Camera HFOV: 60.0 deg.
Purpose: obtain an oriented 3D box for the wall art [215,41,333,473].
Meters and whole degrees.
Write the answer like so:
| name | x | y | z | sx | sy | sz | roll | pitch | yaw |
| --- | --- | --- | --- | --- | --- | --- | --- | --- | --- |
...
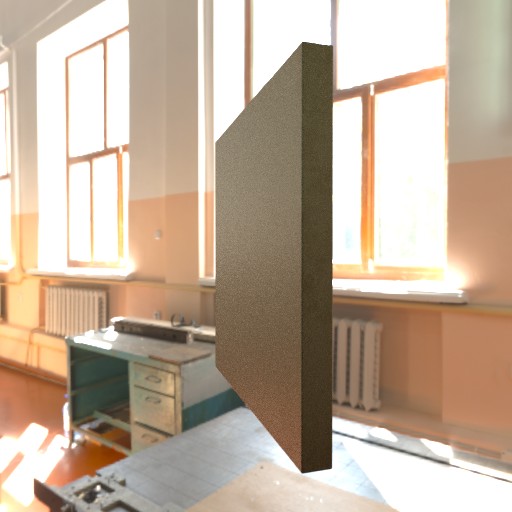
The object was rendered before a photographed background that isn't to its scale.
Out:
| name | x | y | z | sx | sy | sz | roll | pitch | yaw |
| --- | --- | --- | --- | --- | --- | --- | --- | --- | --- |
| wall art | 0.000 | 0.000 | 0.764 | 0.040 | 0.506 | 0.503 | 0 | 1 | -17 |
